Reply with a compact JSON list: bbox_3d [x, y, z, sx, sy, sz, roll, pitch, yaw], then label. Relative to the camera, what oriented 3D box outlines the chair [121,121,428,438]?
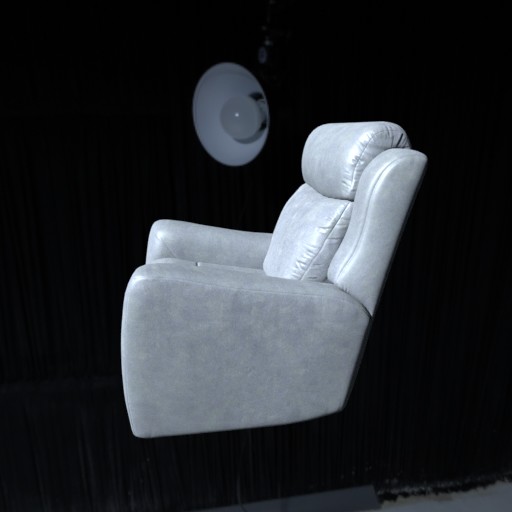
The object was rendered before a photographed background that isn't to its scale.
[{"bbox_3d":[0.000,0.000,1.933,1.068,1.116,0.967,-2,16,-8],"label":"chair"}]
